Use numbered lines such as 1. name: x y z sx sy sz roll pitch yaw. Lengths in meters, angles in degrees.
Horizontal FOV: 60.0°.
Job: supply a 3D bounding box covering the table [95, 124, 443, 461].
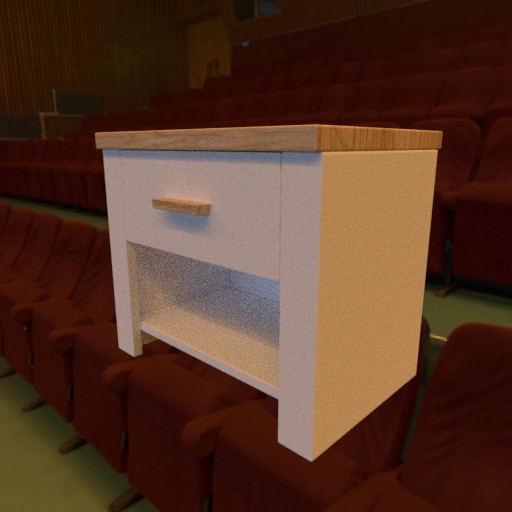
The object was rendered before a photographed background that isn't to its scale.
1. table: 0.000 0.000 0.816 0.500 0.440 0.360 13 19 42
